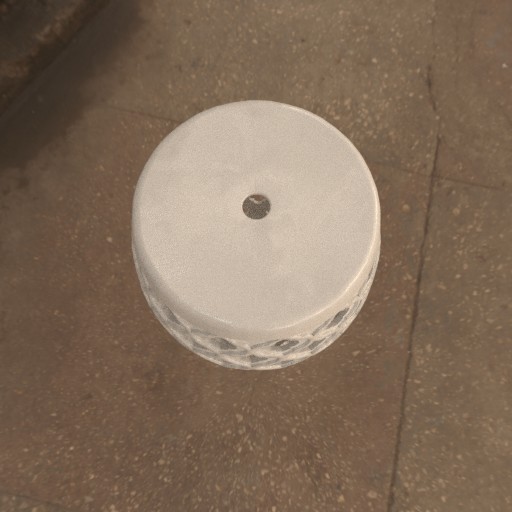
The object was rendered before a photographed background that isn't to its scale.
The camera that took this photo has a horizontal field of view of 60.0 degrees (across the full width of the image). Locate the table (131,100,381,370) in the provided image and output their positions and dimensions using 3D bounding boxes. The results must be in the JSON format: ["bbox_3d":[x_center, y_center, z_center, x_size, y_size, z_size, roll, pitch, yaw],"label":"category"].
[{"bbox_3d":[0.000,0.000,0.647,0.325,0.388,0.325,0,74,0],"label":"table"}]
